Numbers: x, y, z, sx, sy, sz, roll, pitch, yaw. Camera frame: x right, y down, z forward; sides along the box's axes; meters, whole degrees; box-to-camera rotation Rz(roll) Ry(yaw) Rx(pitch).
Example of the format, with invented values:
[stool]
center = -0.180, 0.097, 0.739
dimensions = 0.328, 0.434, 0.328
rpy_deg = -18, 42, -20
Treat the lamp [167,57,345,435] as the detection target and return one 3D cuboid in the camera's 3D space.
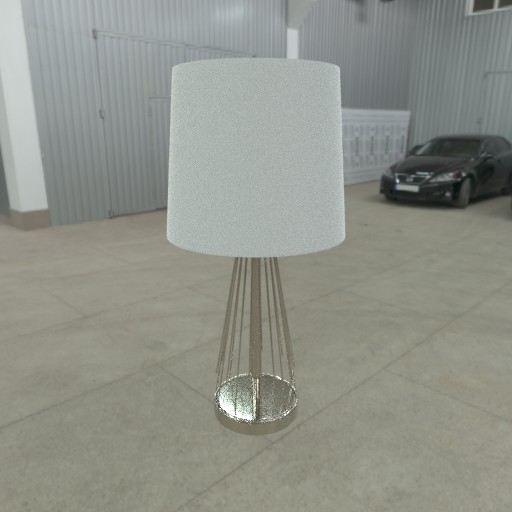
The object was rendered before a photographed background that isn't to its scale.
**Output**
[lamp]
center = 0.000, 0.000, 0.779
dimensions = 0.303, 0.618, 0.303
rpy_deg = 0, 16, 0
